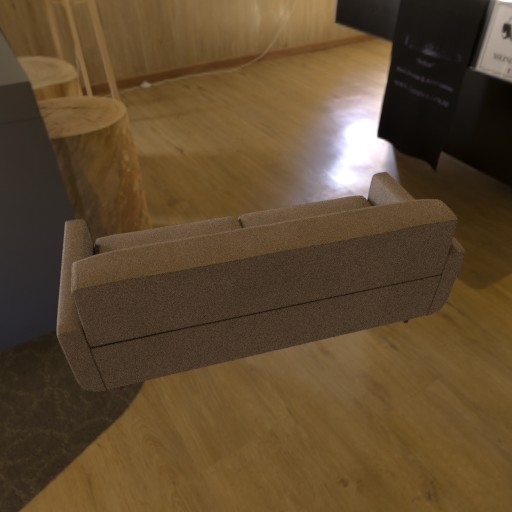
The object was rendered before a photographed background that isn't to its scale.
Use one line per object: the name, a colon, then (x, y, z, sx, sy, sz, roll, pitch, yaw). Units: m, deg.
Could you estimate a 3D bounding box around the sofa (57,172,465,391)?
sofa: (0.000, 0.000, 2.522, 2.029, 0.841, 0.909, -10, 42, -12)
